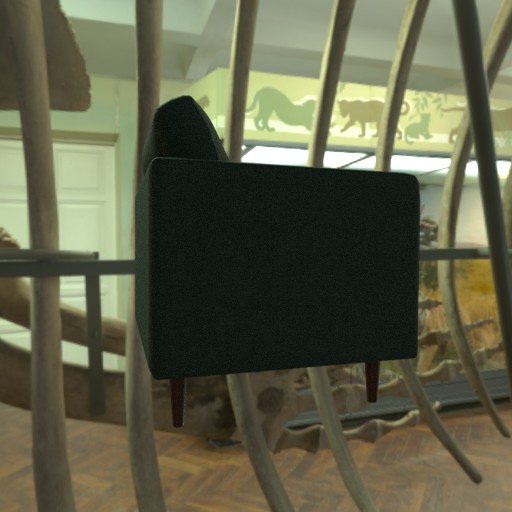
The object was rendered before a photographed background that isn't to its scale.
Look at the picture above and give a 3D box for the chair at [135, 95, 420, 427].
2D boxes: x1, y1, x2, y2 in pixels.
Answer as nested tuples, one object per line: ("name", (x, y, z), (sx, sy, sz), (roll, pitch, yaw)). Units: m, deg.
("chair", (0.000, 0.000, 1.571), (0.800, 0.927, 0.855), (-1, 2, -18))
